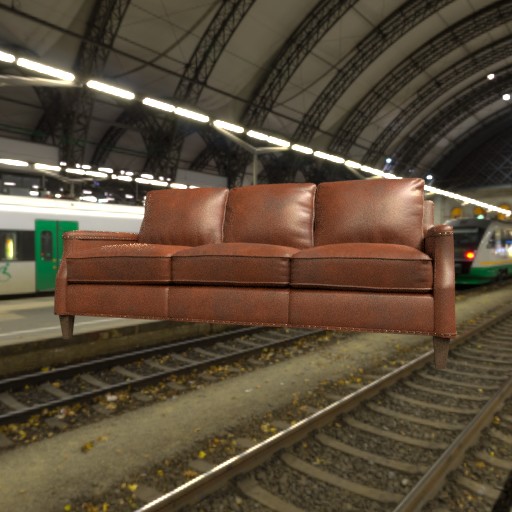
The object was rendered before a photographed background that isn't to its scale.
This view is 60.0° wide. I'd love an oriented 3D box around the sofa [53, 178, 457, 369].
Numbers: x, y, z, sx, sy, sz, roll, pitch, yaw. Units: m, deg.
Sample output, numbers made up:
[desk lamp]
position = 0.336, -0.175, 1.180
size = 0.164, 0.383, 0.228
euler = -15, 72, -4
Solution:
[sofa]
position = 0.000, 0.000, 2.810
size = 2.240, 1.003, 1.084
euler = 0, 1, 18
